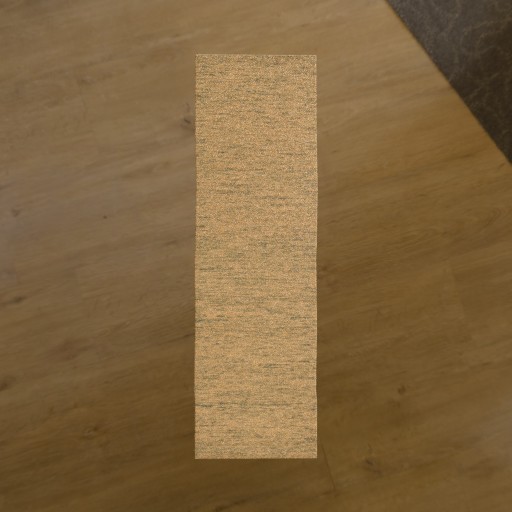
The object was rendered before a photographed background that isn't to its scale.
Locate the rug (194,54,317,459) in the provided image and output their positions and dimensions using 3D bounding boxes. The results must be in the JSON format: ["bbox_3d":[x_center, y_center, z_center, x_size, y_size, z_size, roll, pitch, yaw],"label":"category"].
[{"bbox_3d":[0.000,0.000,2.516,0.700,0.014,2.290,0,90,-1],"label":"rug"}]
